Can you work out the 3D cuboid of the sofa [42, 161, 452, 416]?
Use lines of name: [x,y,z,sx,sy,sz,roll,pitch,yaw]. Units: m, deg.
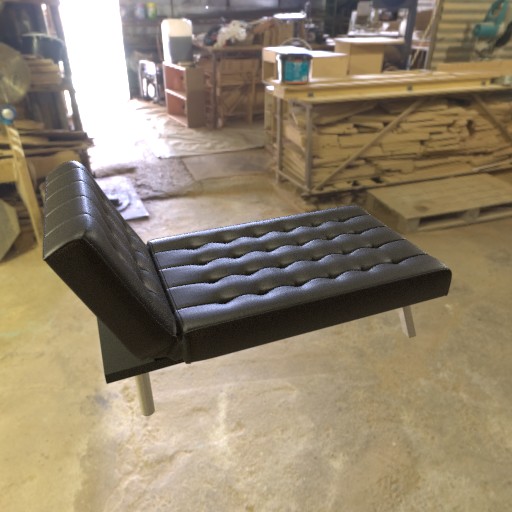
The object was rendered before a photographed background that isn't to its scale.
sofa: [0.000,0.000,1.943,1.560,0.820,0.760,-11,32,-19]
